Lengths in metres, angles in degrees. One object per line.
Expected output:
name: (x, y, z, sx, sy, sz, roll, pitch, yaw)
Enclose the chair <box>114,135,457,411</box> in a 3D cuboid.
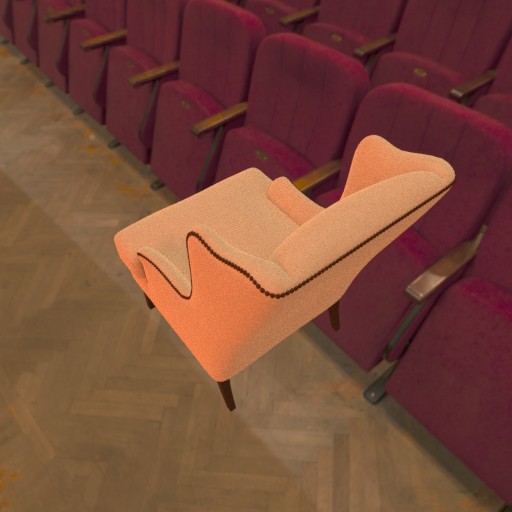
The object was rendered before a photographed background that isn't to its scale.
chair: (0.000, 0.000, 1.642, 0.737, 1.029, 0.940, -31, 54, -25)
